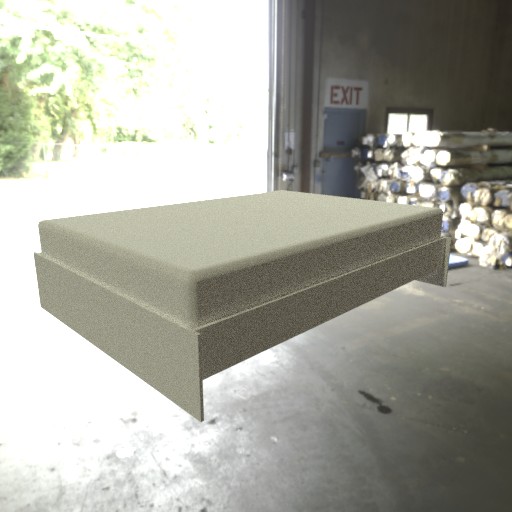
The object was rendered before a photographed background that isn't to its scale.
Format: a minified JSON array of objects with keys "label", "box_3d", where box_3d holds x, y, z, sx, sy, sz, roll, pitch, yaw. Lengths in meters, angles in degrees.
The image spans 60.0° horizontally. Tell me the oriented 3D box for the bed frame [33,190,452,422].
[{"label":"bed frame","box_3d":[0.000,0.000,2.567,1.945,0.497,1.445,-15,21,-43]}]
